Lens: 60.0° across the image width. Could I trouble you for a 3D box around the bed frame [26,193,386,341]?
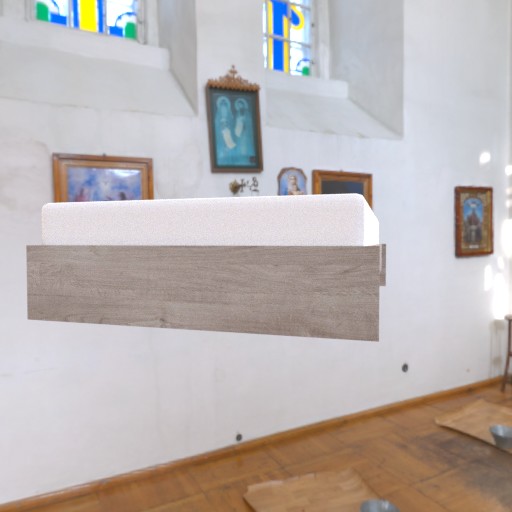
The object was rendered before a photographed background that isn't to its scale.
[{"bbox_3d":[0.000,0.000,2.602,1.445,0.497,1.945,1,2,17],"label":"bed frame"}]
